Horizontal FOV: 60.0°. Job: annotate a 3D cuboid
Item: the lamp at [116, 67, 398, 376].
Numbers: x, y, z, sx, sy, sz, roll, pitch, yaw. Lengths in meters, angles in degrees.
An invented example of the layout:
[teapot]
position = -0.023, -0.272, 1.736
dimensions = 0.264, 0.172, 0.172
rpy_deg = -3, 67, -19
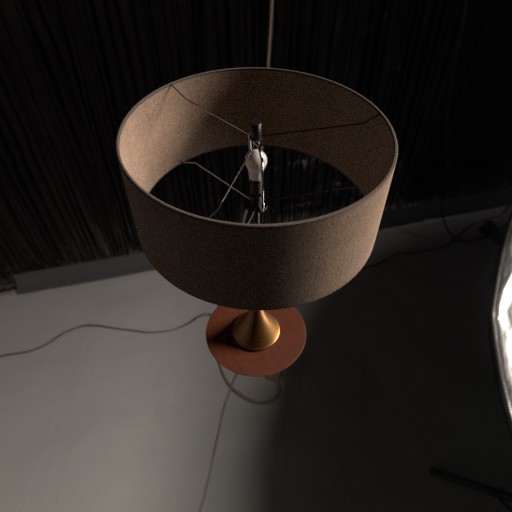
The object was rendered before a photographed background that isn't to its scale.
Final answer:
[lamp]
position = 0.000, 0.000, 0.831
dimensions = 0.396, 0.551, 0.417
rpy_deg = -11, 47, -10
